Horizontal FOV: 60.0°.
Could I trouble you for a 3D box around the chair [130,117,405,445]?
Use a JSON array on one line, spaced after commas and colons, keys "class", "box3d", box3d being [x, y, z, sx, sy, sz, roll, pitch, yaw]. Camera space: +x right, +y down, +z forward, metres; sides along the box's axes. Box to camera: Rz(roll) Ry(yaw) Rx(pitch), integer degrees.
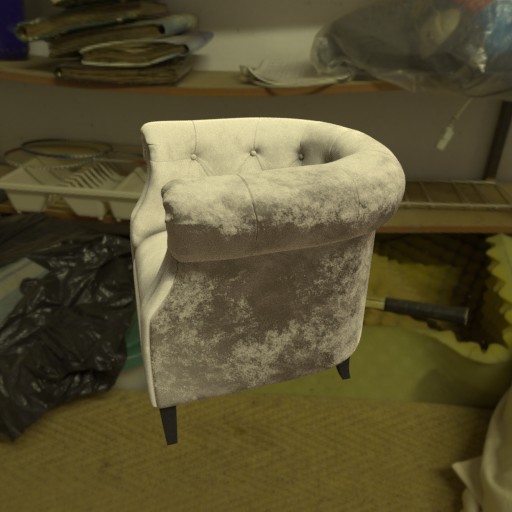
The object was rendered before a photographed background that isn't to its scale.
[{"class": "chair", "box3d": [0.000, 0.000, 1.559, 0.851, 0.826, 0.904, -8, 29, -15]}]
